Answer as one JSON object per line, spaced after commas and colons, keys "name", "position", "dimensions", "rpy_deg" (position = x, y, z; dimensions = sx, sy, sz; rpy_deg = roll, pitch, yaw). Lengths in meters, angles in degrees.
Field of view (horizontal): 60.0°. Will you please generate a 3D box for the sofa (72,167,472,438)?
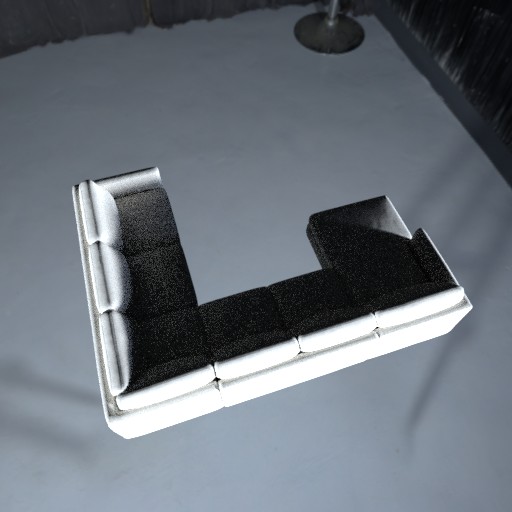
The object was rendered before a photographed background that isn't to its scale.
{"name": "sofa", "position": [0.000, 0.000, 4.473], "dimensions": [3.238, 0.853, 2.551], "rpy_deg": [-16, 60, -9]}
